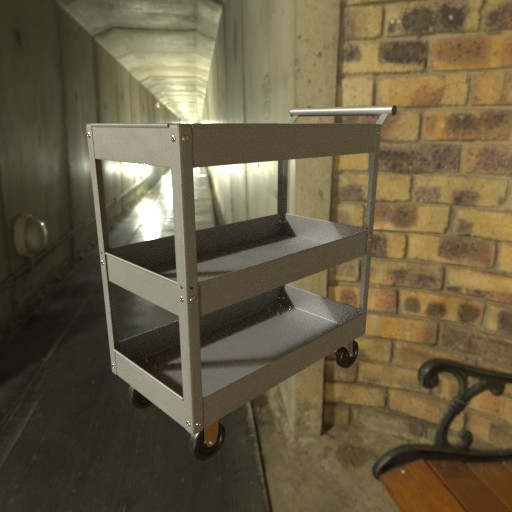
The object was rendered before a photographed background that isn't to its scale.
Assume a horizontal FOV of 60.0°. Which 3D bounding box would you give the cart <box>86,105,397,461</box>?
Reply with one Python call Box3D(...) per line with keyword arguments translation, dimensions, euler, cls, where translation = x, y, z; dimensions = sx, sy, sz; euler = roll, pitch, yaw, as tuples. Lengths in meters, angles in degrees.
Box3D(translation=(0.000, 0.000, 1.197), dimensions=(0.719, 0.780, 0.366), euler=(-16, 23, -42), cls="cart")
